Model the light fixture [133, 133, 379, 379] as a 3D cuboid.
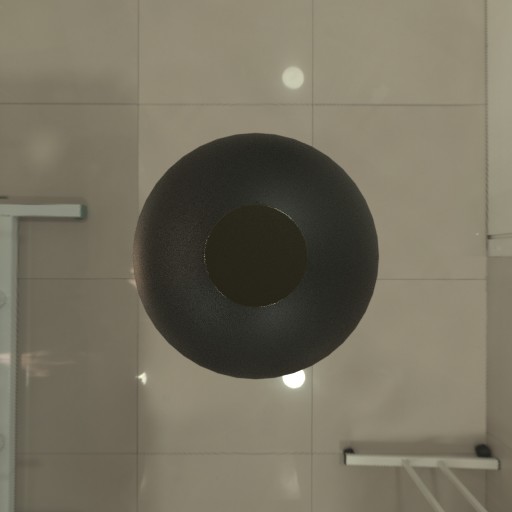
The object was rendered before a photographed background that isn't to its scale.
[{"bbox_3d":[0.000,0.000,0.566,0.355,0.177,0.355,0,90,0],"label":"light fixture"}]
